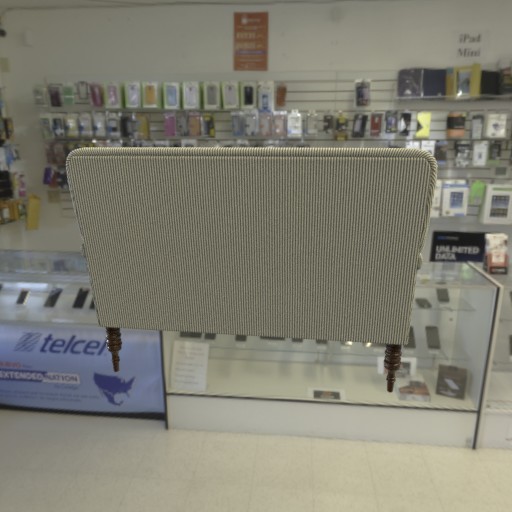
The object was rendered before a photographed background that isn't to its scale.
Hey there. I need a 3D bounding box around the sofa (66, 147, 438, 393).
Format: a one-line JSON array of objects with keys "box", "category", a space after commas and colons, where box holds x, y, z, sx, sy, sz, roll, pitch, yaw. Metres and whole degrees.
[{"box": [0.000, 0.000, 1.849, 1.297, 0.889, 0.779, 2, 15, 8], "category": "sofa"}]
